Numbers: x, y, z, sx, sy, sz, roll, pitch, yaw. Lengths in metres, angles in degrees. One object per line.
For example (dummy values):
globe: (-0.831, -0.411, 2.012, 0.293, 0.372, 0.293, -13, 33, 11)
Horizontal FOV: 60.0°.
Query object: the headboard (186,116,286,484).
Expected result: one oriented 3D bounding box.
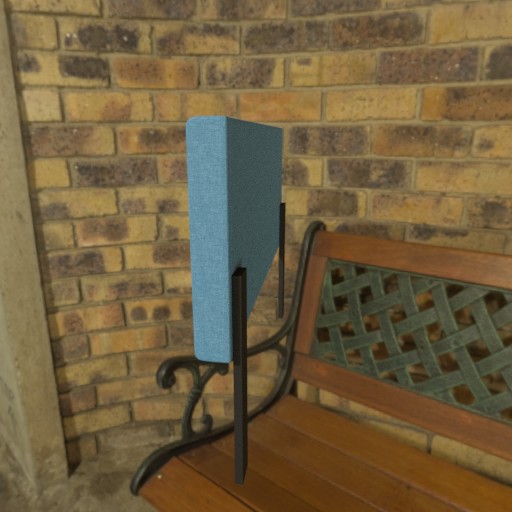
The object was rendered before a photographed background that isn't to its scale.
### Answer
headboard: (0.000, 0.000, 2.672, 0.184, 1.524, 2.051, 2, 15, 8)
